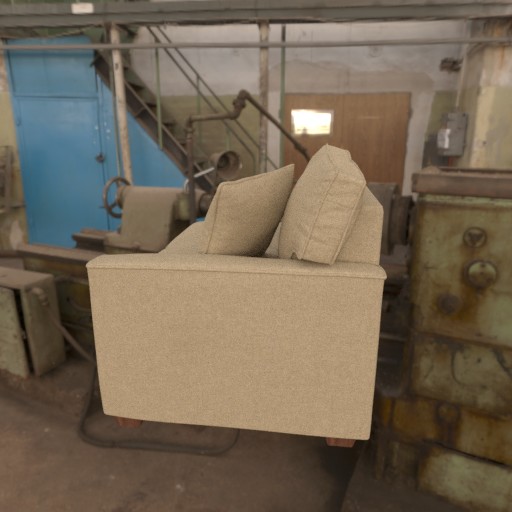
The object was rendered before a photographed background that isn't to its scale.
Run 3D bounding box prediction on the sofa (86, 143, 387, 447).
[{"bbox_3d":[0.000,0.000,2.091,0.991,0.989,1.388,2,16,8],"label":"sofa"}]
